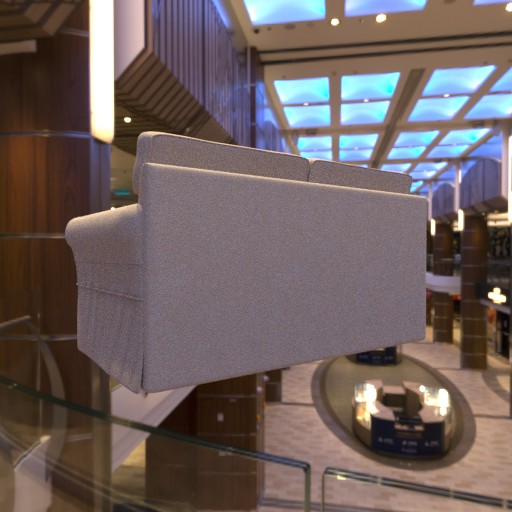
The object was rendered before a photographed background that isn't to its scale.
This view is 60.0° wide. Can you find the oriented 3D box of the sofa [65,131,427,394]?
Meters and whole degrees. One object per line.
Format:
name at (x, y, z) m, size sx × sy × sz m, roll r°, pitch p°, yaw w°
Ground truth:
sofa at (0.000, 0.000, 2.374) m, size 1.727 × 0.940 × 0.991 m, roll 0°, pitch 1°, yaw -36°
